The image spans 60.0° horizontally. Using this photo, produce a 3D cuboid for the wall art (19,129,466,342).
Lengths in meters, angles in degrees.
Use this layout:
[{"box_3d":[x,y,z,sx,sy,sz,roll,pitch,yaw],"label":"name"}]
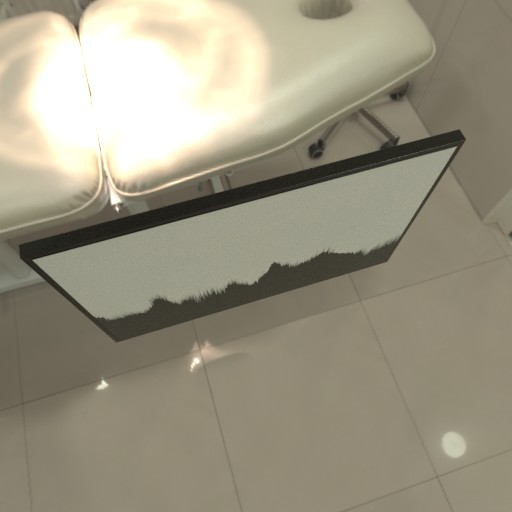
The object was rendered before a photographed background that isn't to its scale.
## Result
[{"box_3d":[0.000,0.000,0.832,0.659,0.446,0.022,-16,66,-7],"label":"wall art"}]
